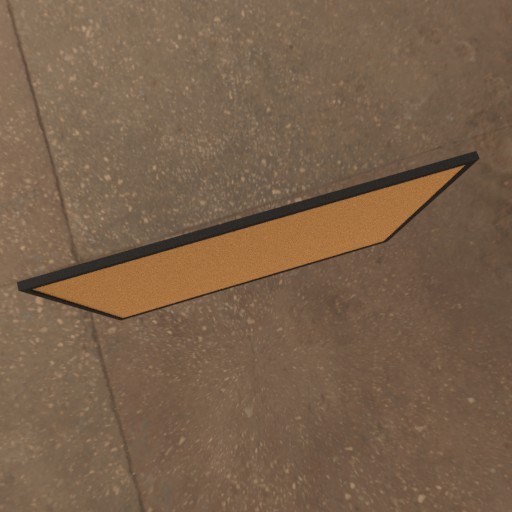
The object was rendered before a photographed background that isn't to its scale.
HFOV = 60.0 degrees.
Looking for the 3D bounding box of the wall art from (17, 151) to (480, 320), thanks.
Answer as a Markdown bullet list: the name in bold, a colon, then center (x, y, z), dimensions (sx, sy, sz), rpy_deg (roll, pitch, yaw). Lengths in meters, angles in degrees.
- **wall art**: center (0.000, 0.000, 0.837), dimensions (0.664, 0.458, 0.013), rpy_deg (-16, 77, -4)
